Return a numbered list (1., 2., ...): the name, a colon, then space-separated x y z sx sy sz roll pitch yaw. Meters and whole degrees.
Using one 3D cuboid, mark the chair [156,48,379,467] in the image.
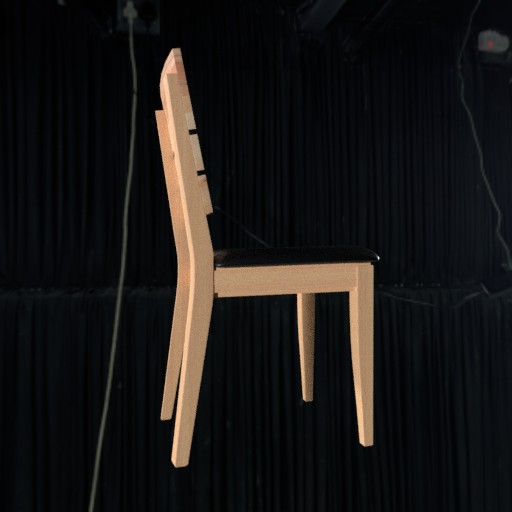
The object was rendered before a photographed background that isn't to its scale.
1. chair: 0.000 0.000 1.209 0.520 0.940 0.410 0 0 -17
